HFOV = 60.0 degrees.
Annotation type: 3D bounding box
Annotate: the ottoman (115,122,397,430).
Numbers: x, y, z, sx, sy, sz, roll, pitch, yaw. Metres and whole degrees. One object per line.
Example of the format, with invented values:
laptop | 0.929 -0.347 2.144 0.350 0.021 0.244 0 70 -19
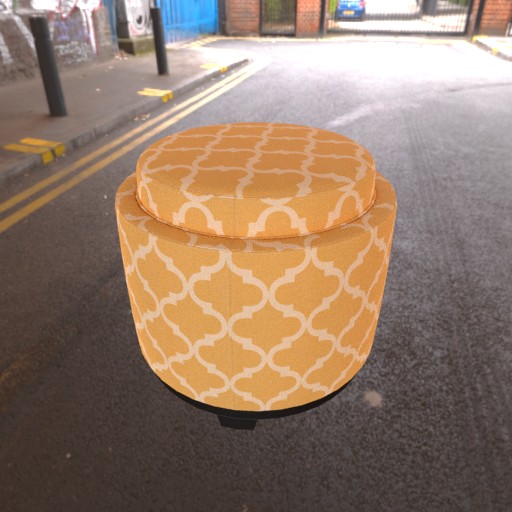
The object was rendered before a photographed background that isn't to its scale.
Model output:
ottoman | 0.000 0.000 0.840 0.480 0.429 0.480 0 30 0
